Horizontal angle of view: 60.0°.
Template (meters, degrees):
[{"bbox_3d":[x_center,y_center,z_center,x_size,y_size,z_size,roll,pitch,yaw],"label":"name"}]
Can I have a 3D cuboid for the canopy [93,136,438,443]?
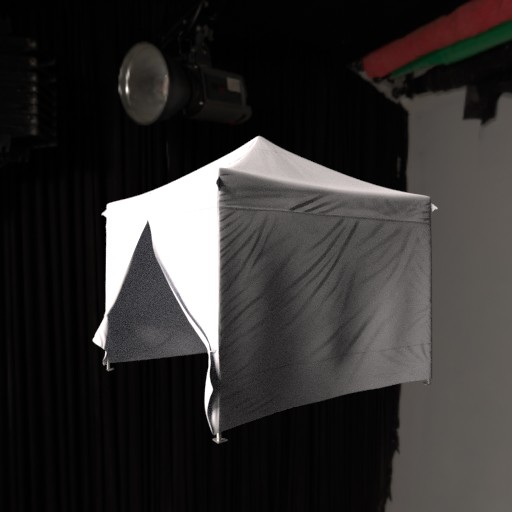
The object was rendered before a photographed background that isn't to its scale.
[{"bbox_3d":[0.000,0.000,5.479,3.121,2.997,3.043,0,0,-36],"label":"canopy"}]
